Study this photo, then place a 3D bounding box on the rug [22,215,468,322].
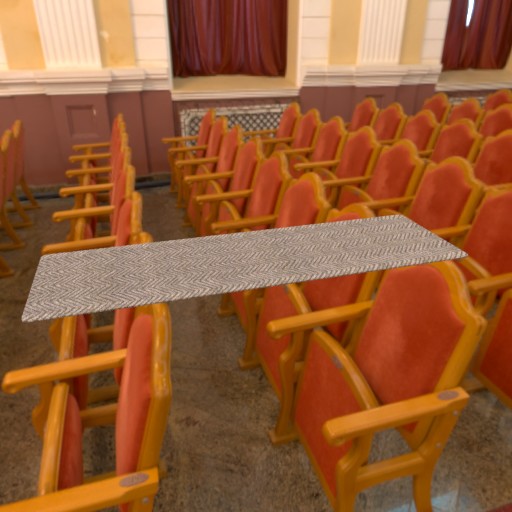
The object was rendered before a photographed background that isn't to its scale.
[{"bbox_3d":[0.000,0.000,2.466,2.286,0.008,0.686,-7,27,-15],"label":"rug"}]
